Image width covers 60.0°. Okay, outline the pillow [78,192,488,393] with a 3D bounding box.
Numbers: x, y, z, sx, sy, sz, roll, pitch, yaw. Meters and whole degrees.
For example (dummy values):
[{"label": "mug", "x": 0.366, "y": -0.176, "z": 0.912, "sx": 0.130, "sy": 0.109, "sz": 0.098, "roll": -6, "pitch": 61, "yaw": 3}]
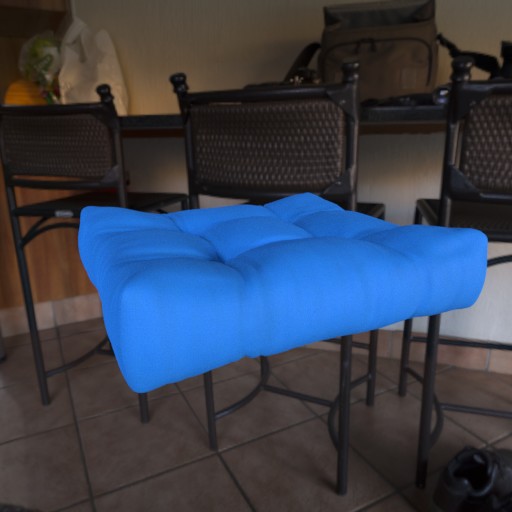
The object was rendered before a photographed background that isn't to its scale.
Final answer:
[{"label": "pillow", "x": 0.000, "y": 0.000, "z": 0.691, "sx": 0.490, "sy": 0.128, "sz": 0.468, "roll": -8, "pitch": 18, "yaw": -24}]
